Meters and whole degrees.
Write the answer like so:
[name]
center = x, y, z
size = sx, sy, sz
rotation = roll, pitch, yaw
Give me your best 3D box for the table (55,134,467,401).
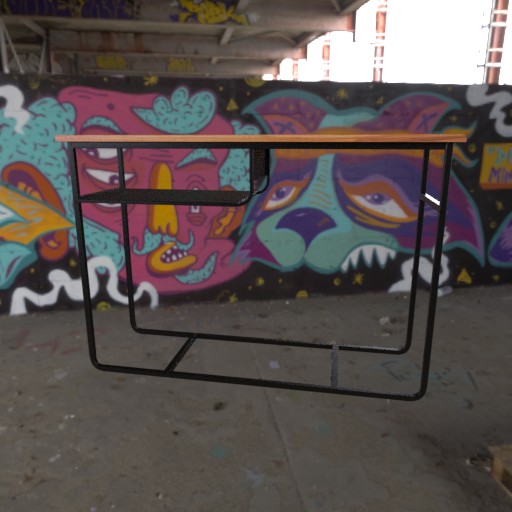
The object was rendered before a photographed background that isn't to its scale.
[table]
center = 0.000, 0.000, 1.427
size = 1.100, 0.750, 0.350
rotation = 3, 15, 10
